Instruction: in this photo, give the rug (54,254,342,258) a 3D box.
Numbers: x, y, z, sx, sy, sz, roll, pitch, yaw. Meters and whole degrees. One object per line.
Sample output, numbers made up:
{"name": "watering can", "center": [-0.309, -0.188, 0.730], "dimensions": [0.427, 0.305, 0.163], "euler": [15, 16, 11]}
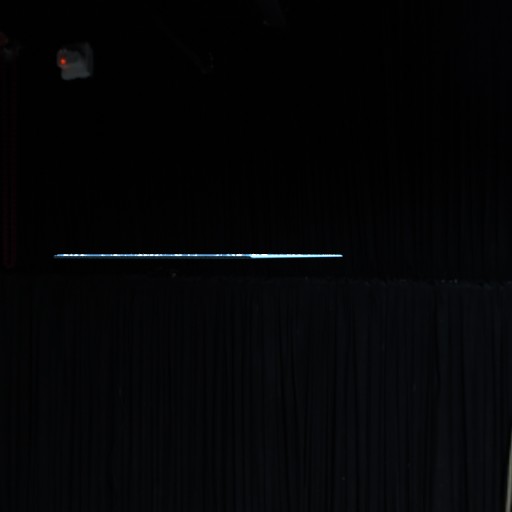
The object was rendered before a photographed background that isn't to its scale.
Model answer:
{"name": "rug", "center": [0.000, 0.000, 2.352], "dimensions": [0.662, 0.011, 2.196], "euler": [0, 0, 17]}
